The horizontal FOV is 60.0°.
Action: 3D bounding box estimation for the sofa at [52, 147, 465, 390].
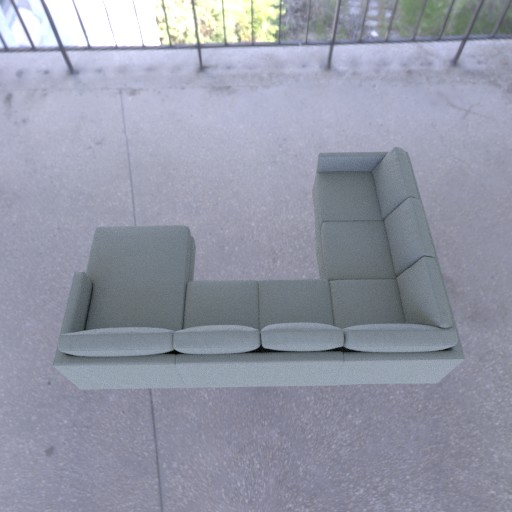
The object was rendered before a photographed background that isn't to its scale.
[{"bbox_3d":[0.000,0.000,4.521,3.460,0.882,2.427,-1,57,-1],"label":"sofa"}]
